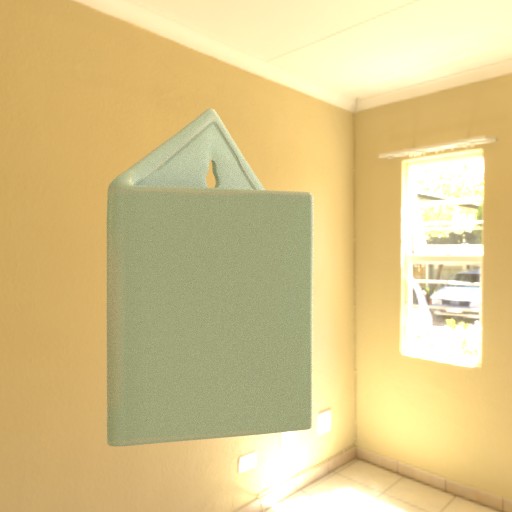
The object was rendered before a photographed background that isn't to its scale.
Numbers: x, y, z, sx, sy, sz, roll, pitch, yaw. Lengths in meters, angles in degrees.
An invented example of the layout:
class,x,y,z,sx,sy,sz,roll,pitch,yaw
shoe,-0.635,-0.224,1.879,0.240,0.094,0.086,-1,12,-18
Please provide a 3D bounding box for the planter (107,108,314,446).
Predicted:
class,x,y,z,sx,sy,sz,roll,pitch,yaw
planter,0.000,0.000,0.276,0.079,0.197,0.164,0,0,35
